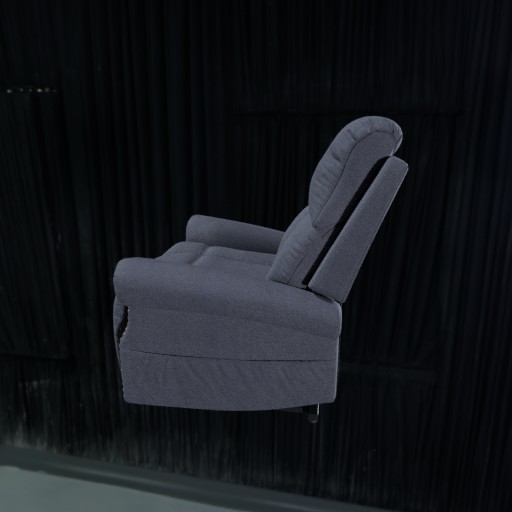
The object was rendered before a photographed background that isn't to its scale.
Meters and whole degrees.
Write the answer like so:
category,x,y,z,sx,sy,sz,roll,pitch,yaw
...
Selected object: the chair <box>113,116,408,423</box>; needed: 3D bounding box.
category,x,y,z,sx,sy,sz,roll,pitch,yaw
chair,0.000,0.000,1.731,0.979,1.031,0.871,3,16,9
